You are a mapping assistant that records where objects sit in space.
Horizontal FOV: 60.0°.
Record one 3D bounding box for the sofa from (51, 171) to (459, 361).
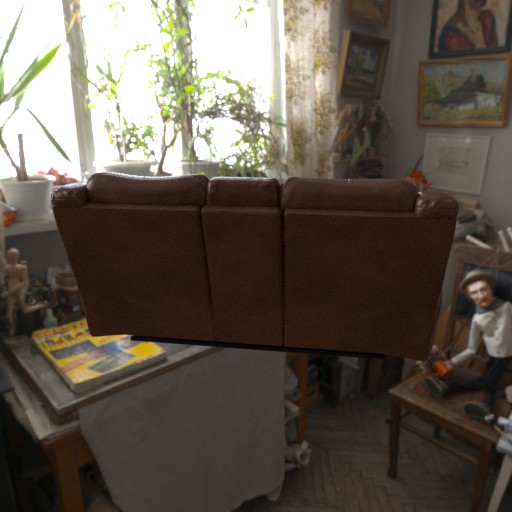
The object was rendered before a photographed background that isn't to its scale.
[{"bbox_3d":[0.000,0.000,2.633,2.058,1.043,0.991,3,17,8],"label":"sofa"}]
